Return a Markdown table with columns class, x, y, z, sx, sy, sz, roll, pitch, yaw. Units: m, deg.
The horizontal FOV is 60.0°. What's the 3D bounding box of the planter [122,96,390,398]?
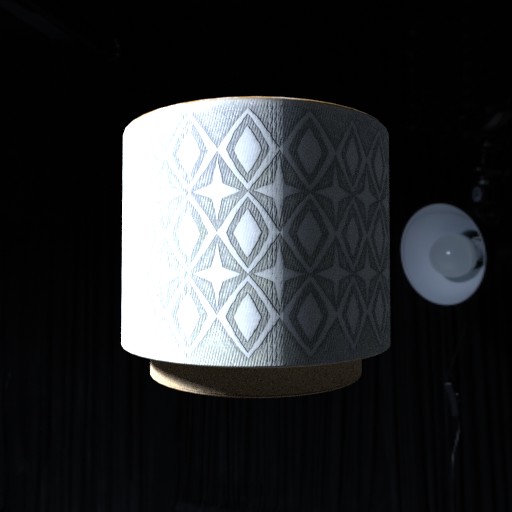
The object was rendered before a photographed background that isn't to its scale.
| class | x | y | z | sx | sy | sz | roll | pitch | yaw |
| --- | --- | --- | --- | --- | --- | --- | --- | --- | --- |
| planter | 0.000 | 0.000 | 0.441 | 0.255 | 0.223 | 0.255 | 0 | -1 | 0 |
